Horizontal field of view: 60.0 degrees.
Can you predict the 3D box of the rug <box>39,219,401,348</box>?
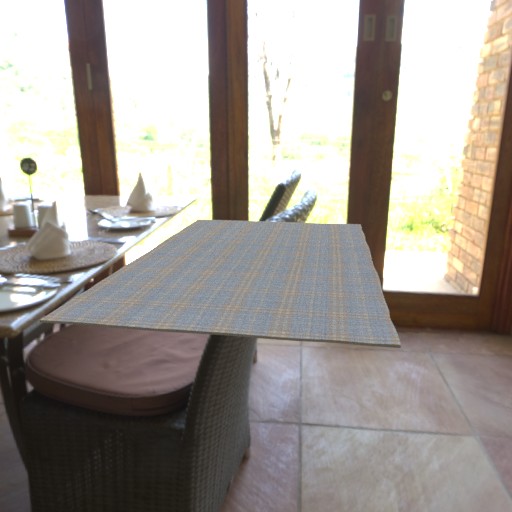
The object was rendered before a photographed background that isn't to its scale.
[{"bbox_3d":[0.000,0.000,2.996,1.545,0.016,2.460,2,15,9],"label":"rug"}]
